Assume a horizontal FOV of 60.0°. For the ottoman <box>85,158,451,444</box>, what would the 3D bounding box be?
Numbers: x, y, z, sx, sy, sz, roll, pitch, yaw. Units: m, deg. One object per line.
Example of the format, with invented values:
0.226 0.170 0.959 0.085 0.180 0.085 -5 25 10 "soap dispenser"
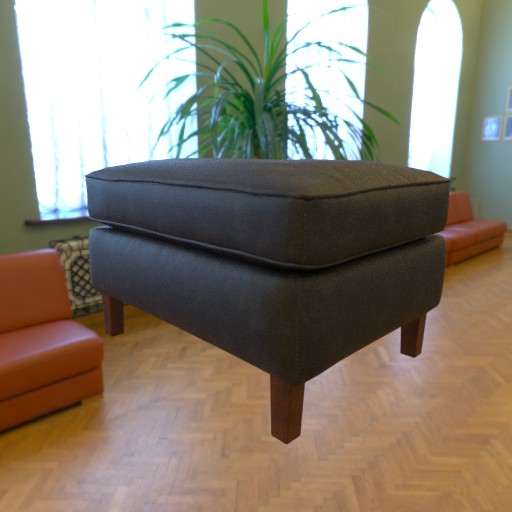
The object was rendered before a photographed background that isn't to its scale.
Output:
0.000 0.000 0.965 0.501 0.413 0.665 -13 18 -43 "ottoman"
